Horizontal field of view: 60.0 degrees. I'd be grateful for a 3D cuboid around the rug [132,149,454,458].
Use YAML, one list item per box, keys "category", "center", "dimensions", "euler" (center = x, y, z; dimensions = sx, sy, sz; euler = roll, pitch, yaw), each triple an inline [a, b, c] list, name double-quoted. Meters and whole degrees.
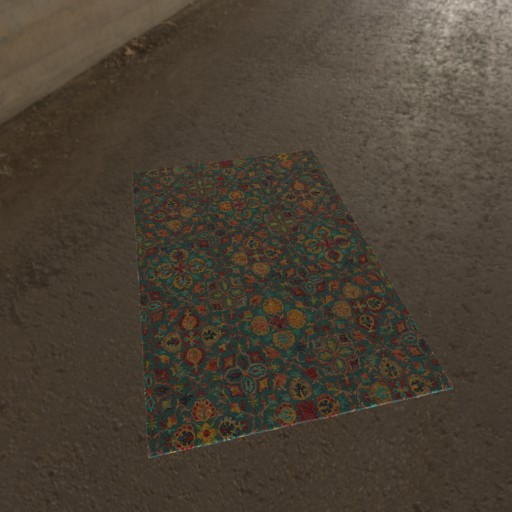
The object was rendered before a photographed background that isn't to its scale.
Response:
- category: "rug"
  center: [0.000, 0.000, 2.903]
  dimensions: [1.527, 0.016, 2.290]
  euler: [-9, 46, -9]
